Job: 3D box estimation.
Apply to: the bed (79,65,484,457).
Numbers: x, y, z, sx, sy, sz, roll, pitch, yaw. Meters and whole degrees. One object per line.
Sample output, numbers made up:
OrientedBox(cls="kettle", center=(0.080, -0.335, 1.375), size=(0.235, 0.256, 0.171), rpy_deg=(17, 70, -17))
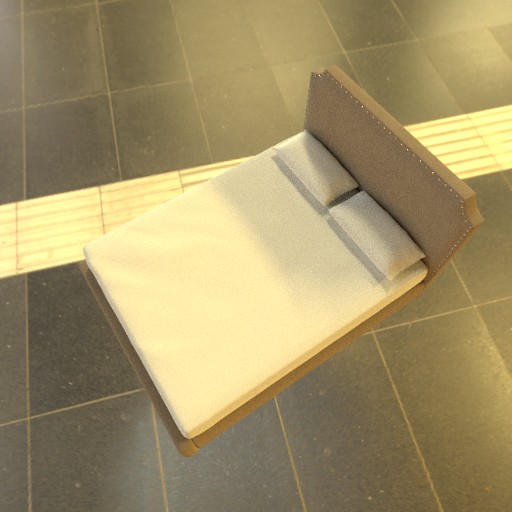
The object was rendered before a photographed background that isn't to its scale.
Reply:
OrientedBox(cls="bed", center=(0.000, 0.000, 3.316), size=(2.329, 1.415, 1.703), rpy_deg=(-31, 67, -15))
